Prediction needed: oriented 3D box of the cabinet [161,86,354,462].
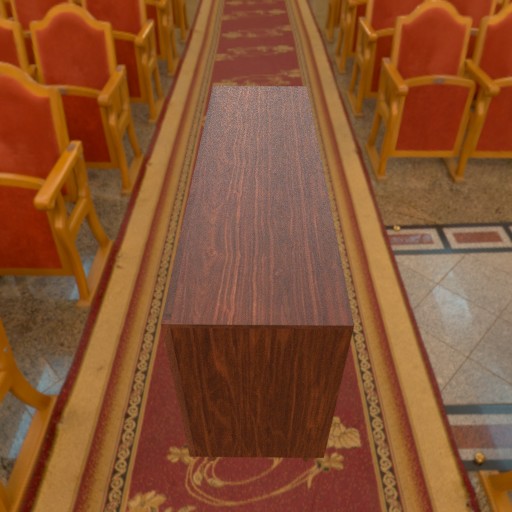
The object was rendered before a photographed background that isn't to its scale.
[{"bbox_3d":[0.000,0.000,2.005,0.505,0.940,1.575,0,42,0],"label":"cabinet"}]
